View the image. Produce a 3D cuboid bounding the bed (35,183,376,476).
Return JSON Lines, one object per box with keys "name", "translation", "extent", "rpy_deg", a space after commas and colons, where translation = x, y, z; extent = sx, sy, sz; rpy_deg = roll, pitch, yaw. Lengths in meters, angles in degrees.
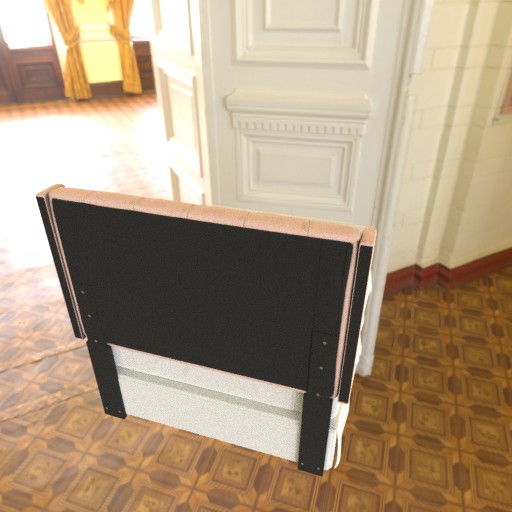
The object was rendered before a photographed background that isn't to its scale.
{"name": "bed", "translation": [0.000, 0.000, 3.293], "extent": [1.719, 1.665, 2.066], "rpy_deg": [9, 33, 15]}
